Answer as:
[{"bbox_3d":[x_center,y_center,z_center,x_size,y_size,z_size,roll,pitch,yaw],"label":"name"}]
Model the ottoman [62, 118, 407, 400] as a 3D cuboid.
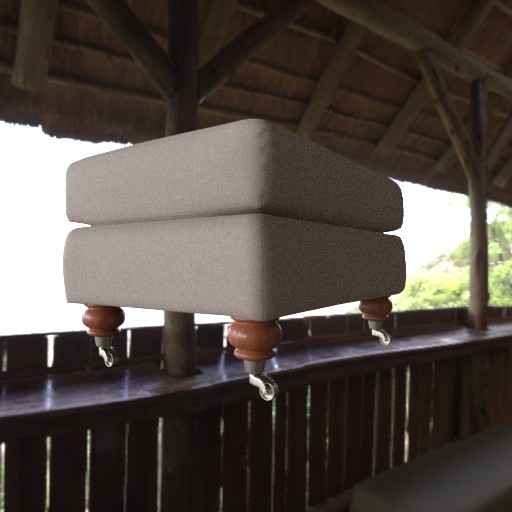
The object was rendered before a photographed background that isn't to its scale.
[{"bbox_3d":[0.000,0.000,1.149,0.574,0.497,0.773,0,-1,35],"label":"ottoman"}]
